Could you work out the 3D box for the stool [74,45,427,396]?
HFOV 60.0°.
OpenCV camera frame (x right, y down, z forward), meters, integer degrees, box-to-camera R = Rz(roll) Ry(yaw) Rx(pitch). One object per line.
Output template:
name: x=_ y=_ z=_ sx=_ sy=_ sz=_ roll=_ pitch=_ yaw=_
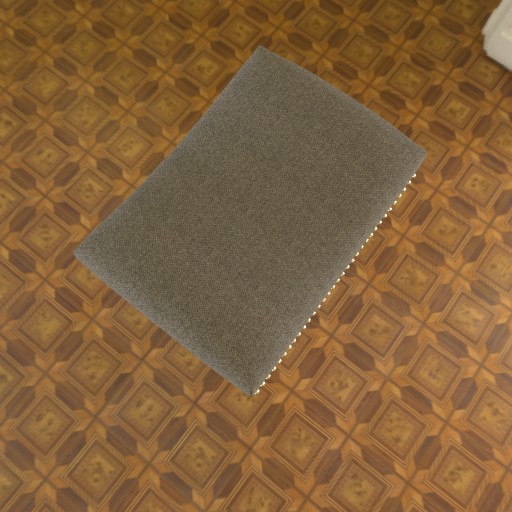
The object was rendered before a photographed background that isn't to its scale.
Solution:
stool: x=0.000 y=0.000 z=1.049 sx=0.372 sy=0.742 sz=0.504 roll=36 pitch=78 yaw=9
